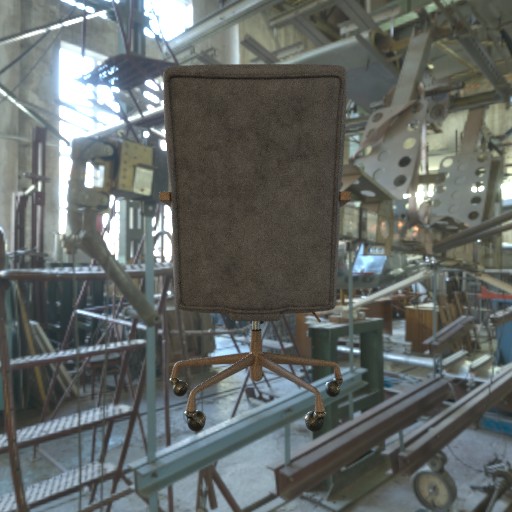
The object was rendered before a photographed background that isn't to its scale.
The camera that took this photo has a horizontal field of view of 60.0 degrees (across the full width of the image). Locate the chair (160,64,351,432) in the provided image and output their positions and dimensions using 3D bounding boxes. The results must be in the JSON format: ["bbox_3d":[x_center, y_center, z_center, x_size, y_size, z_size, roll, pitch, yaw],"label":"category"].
[{"bbox_3d":[0.000,0.000,1.505,0.640,1.029,0.741,0,-1,1],"label":"chair"}]
